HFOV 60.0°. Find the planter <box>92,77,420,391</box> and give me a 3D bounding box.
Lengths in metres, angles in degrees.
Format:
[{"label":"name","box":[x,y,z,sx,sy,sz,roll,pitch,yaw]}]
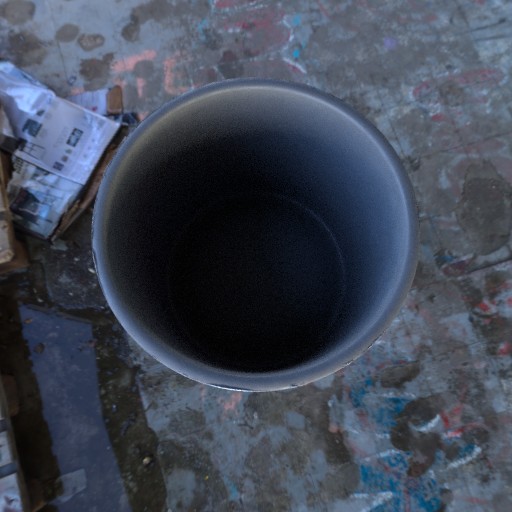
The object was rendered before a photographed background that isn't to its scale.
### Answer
[{"label":"planter","box":[0.000,0.000,0.388,0.221,0.201,0.221,0,76,0]}]
